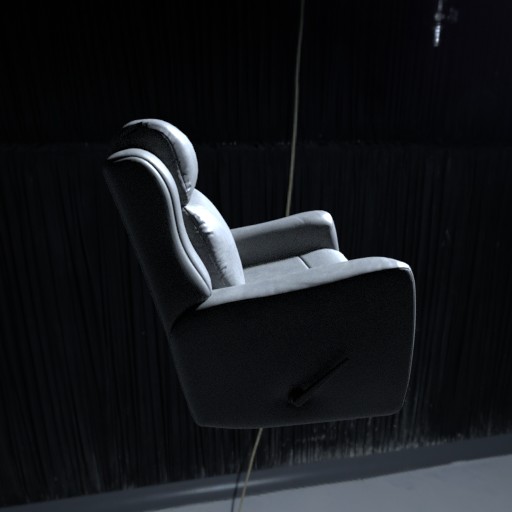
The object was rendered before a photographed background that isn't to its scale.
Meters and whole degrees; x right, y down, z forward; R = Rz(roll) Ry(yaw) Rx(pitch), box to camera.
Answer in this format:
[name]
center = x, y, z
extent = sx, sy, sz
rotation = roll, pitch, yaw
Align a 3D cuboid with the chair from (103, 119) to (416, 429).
[chair]
center = 0.000, 0.000, 1.891
extent = 1.068, 1.116, 0.967
rotation = -3, 18, -9
